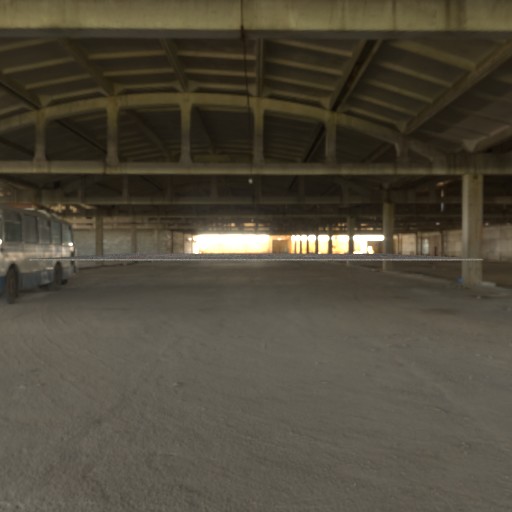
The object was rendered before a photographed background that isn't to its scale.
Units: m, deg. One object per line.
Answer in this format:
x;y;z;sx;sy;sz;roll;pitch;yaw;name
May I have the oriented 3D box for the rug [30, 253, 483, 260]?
0.000;0.000;4.190;3.057;0.013;2.434;0;1;0;rug
